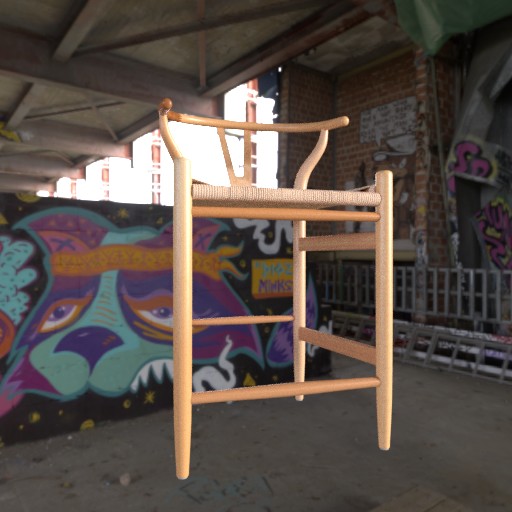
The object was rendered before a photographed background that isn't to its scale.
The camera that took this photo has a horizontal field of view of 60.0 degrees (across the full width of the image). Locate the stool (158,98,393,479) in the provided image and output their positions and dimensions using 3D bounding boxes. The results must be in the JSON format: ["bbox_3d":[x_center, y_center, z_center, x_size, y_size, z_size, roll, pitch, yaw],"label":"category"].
[{"bbox_3d":[0.000,0.000,1.250,0.536,0.923,0.575,0,0,-17],"label":"stool"}]
